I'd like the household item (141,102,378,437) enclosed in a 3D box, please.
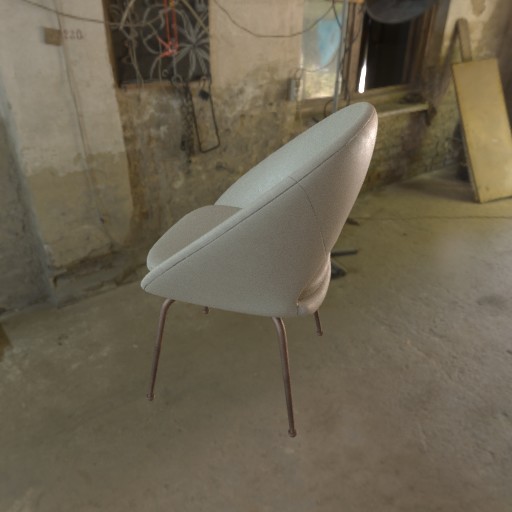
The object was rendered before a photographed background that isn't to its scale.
[{"bbox_3d":[0.000,0.000,1.270,0.573,0.852,0.623,9,32,15],"label":"household item"}]
